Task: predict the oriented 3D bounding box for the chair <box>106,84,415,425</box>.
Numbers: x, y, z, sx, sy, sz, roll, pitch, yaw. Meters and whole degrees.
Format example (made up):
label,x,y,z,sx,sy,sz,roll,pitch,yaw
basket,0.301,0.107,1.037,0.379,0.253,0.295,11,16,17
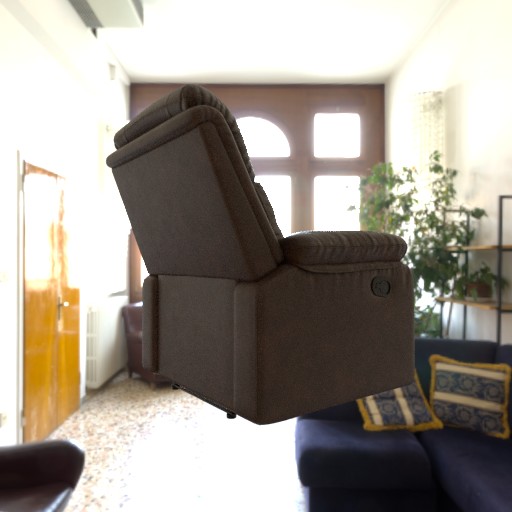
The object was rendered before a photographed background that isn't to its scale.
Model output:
label,x,y,z,sx,sy,sz,roll,pitch,yaw
chair,0.000,0.000,1.655,0.919,0.992,0.855,0,-1,-36
